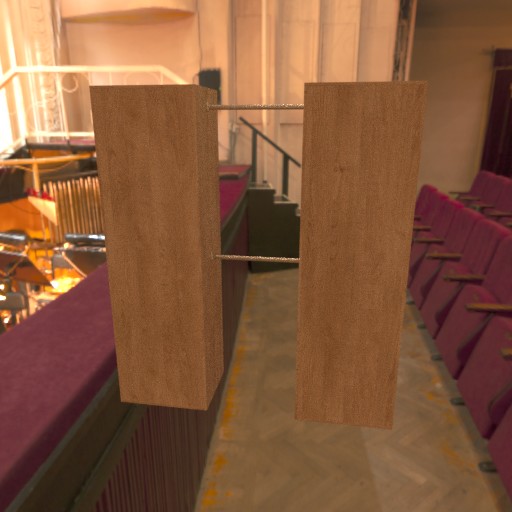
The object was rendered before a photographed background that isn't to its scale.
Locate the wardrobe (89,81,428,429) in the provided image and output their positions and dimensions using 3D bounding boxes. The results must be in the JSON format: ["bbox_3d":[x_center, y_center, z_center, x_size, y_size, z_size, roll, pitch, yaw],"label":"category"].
[{"bbox_3d":[0.000,0.000,2.800,1.770,2.000,0.480,3,17,9],"label":"wardrobe"}]
